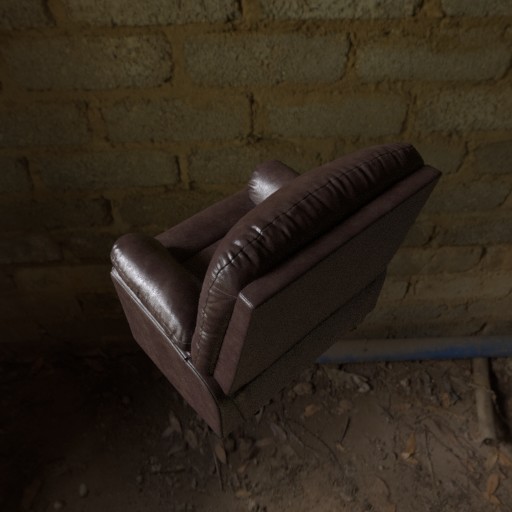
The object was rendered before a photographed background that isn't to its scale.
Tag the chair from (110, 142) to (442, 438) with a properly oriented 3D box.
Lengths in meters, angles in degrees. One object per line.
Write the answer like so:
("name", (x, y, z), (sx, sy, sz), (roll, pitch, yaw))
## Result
("chair", (0.000, 0.000, 1.727), (0.940, 1.041, 0.879), (-33, 55, -27))
